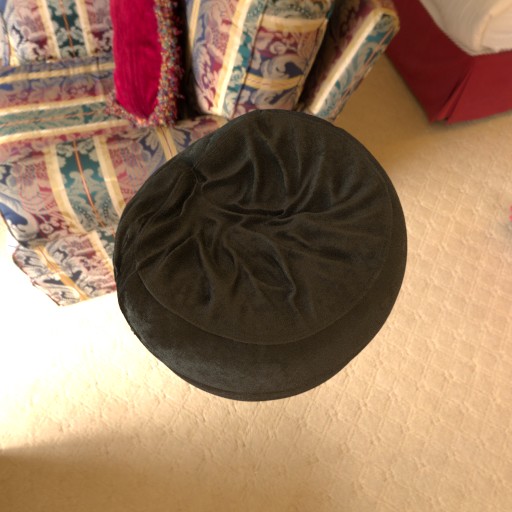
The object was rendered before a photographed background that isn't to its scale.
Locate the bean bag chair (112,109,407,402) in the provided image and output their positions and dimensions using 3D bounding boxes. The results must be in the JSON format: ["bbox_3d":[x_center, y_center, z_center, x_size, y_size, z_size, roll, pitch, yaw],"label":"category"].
[{"bbox_3d":[0.000,0.000,1.487,0.918,0.605,0.918,0,64,0],"label":"bean bag chair"}]
